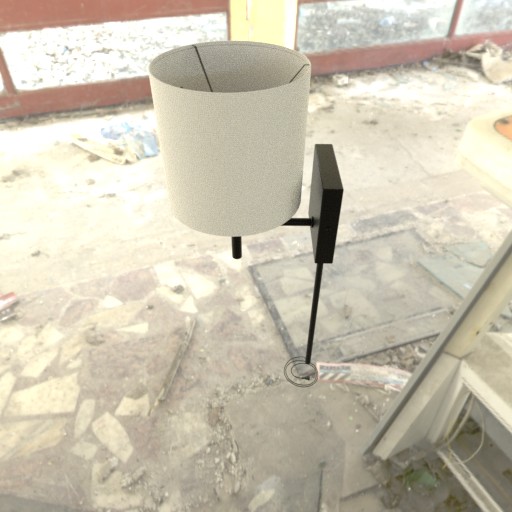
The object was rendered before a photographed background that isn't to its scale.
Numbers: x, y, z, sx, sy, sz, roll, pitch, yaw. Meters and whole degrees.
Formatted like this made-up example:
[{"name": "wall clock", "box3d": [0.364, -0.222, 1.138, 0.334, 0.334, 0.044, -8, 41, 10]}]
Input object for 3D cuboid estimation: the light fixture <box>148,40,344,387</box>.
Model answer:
[{"name": "light fixture", "box3d": [0.000, 0.000, 0.706, 0.248, 0.589, 0.188, 1, 41, 1]}]
